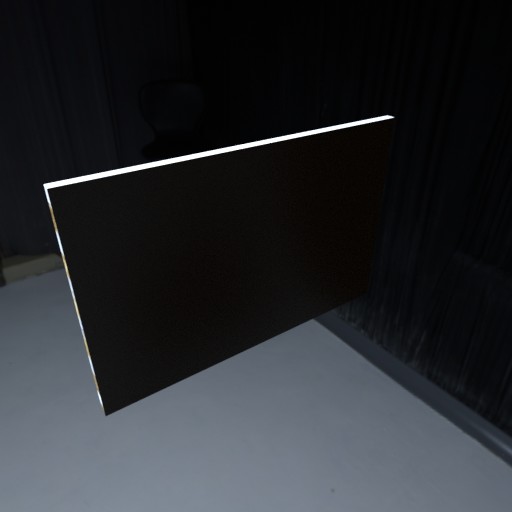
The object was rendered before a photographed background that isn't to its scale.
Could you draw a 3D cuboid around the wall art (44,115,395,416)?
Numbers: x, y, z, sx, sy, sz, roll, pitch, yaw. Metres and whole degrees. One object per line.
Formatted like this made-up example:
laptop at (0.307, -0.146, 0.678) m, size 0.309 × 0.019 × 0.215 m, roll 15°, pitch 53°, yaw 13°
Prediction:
wall art at (0.000, 0.000, 1.191) m, size 0.932 × 0.610 × 0.027 m, roll -19°, pitch 36°, yaw -29°
